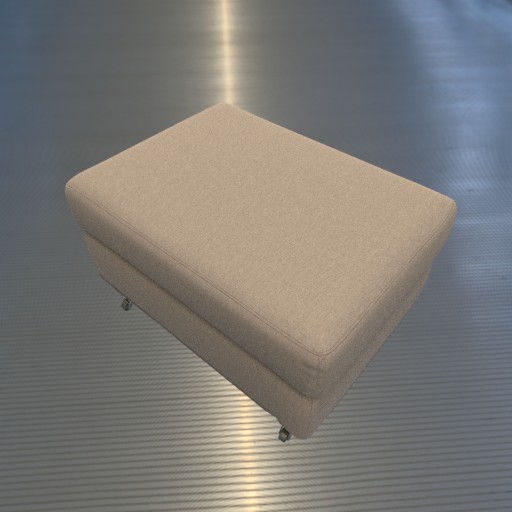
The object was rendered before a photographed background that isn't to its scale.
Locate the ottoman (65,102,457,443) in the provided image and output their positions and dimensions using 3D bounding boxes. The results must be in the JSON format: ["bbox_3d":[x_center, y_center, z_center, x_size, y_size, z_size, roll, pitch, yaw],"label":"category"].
[{"bbox_3d":[0.000,0.000,1.164,0.773,0.497,0.574,32,54,27],"label":"ottoman"}]
